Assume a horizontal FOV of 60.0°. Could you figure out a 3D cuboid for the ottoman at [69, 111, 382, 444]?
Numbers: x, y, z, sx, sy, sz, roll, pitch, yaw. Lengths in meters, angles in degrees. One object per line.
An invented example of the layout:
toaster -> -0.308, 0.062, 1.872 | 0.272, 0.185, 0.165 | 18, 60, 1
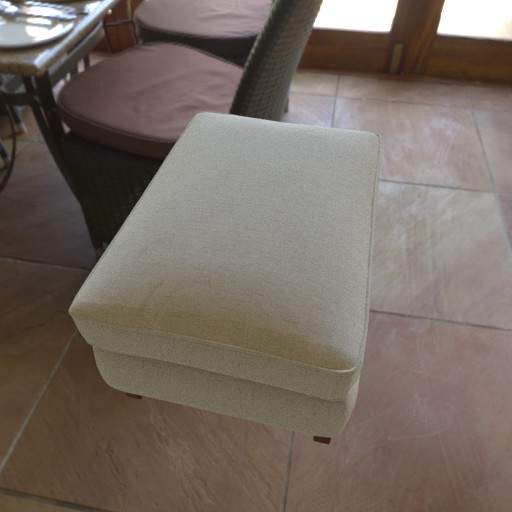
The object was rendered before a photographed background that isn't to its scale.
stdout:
ottoman -> 0.000, 0.000, 0.972 | 0.501, 0.406, 0.665 | 10, 48, 9
